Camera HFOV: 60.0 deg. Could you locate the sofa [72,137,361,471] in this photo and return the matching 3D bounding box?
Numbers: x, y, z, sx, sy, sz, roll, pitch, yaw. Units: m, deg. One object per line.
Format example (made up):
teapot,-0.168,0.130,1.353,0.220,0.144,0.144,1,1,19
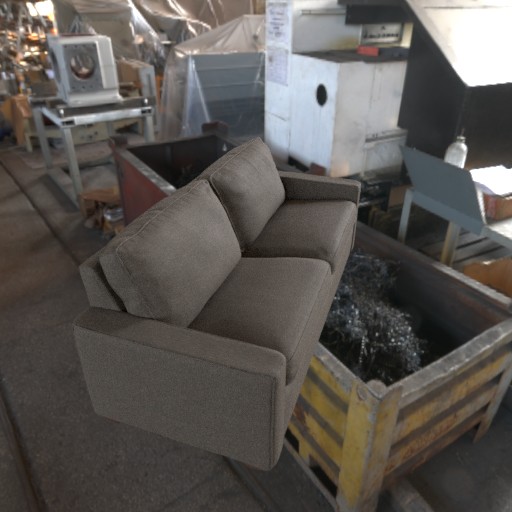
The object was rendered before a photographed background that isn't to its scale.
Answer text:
sofa,0.000,0.000,2.597,0.940,0.919,2.080,10,32,17
